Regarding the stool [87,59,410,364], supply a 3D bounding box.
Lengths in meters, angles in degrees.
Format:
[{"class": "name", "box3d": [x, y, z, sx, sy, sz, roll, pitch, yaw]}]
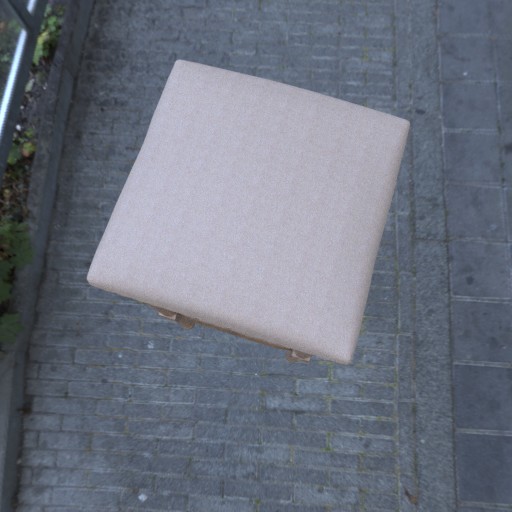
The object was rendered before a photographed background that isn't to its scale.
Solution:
[{"class": "stool", "box3d": [0.000, 0.000, 0.963, 0.383, 0.768, 0.382, 17, 76, 4]}]
